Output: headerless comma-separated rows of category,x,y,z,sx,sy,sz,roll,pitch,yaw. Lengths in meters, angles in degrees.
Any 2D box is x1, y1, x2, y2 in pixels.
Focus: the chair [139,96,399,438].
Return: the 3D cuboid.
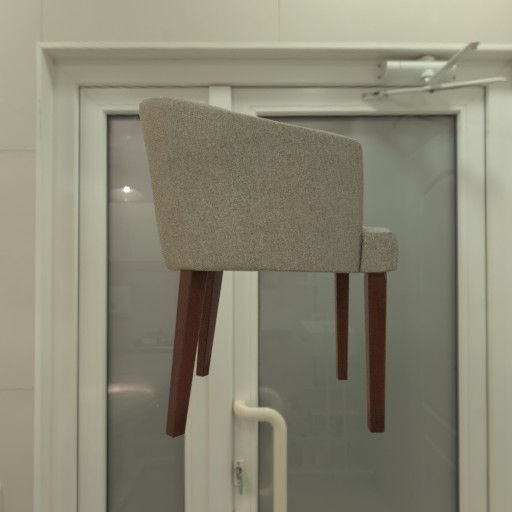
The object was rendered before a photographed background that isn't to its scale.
chair,0.000,0.000,1.257,0.655,0.811,0.583,0,-1,0
